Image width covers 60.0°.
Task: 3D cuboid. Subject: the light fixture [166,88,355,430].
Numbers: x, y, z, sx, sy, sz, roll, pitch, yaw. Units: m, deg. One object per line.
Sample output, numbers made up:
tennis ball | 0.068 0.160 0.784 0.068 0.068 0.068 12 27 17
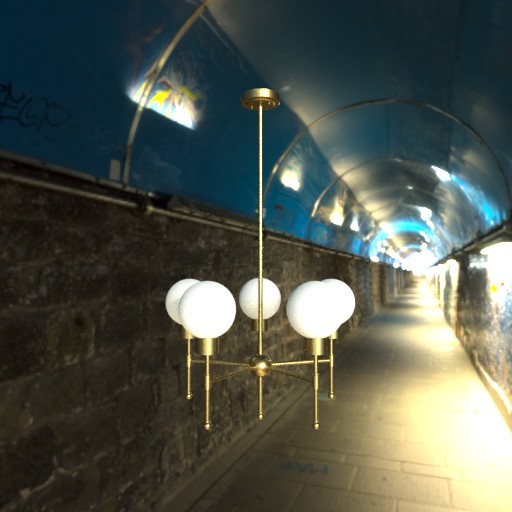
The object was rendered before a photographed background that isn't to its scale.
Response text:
light fixture | 0.000 0.000 1.799 0.815 1.331 0.785 -1 -2 36
